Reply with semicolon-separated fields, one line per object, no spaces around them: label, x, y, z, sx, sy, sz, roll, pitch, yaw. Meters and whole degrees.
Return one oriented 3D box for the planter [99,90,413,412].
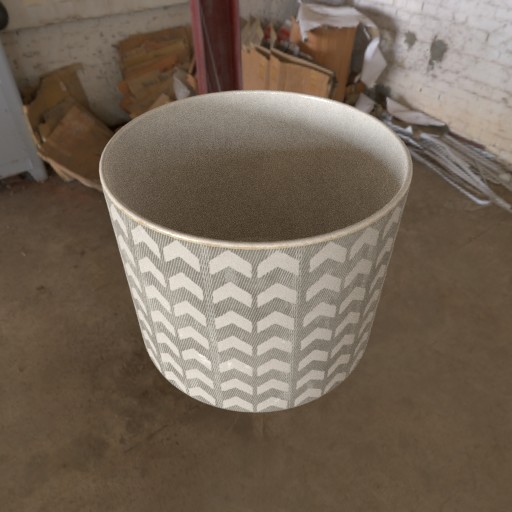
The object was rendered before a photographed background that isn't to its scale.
planter;0.000;0.000;0.337;0.190;0.181;0.190;0;42;0
